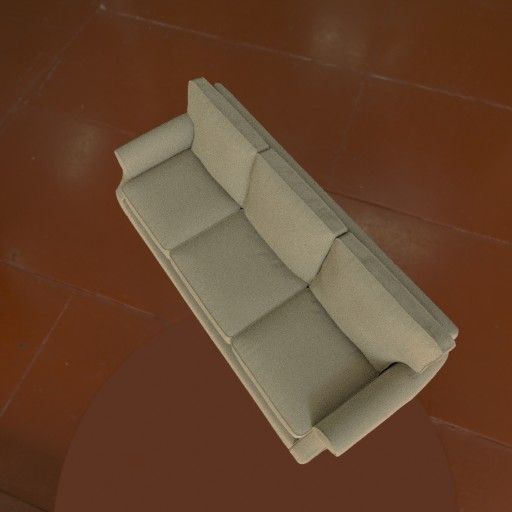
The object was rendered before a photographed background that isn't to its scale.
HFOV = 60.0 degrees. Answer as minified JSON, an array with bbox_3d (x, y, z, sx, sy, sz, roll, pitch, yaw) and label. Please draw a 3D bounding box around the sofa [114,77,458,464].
[{"bbox_3d":[0.000,0.000,2.760,0.966,0.948,2.354,-32,67,-16],"label":"sofa"}]
